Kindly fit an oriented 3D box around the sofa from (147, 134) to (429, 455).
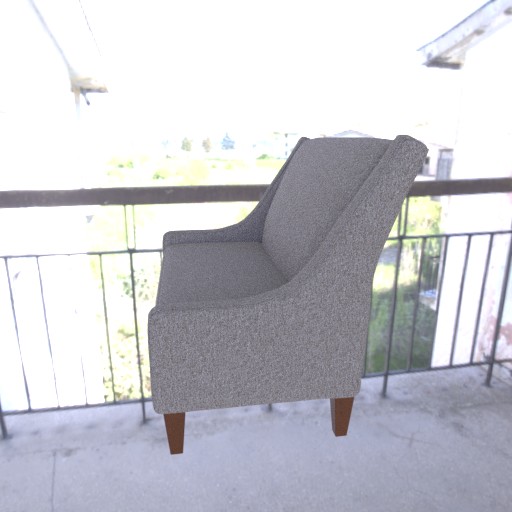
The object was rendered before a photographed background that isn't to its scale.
[{"bbox_3d":[0.000,0.000,1.953,0.862,1.026,1.242,-2,15,-9],"label":"sofa"}]
